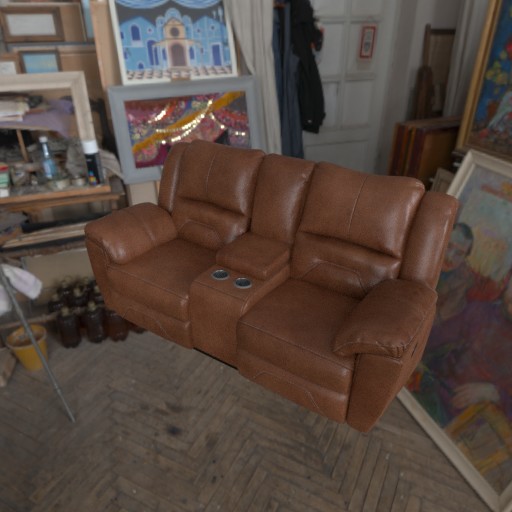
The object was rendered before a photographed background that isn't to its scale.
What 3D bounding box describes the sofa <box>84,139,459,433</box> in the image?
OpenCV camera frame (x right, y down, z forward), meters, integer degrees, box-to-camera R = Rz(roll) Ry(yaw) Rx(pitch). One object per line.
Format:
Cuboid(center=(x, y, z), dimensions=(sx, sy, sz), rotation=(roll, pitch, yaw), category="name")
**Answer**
Cuboid(center=(0.000, 0.000, 2.657), dimensions=(2.058, 1.043, 0.991), rotation=(18, 34, 29), category="sofa")
